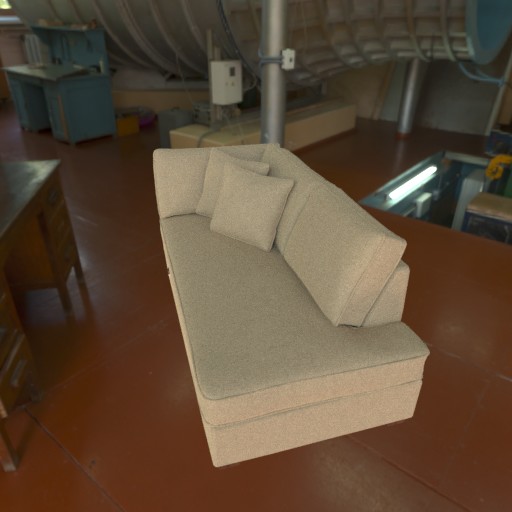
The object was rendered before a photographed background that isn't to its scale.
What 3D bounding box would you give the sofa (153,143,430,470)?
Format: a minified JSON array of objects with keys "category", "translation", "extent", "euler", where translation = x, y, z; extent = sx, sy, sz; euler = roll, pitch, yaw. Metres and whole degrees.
[{"category":"sofa","translation":[0.000,0.000,2.864],"extent":[1.110,1.033,2.237],"euler":[-8,31,-14]}]
